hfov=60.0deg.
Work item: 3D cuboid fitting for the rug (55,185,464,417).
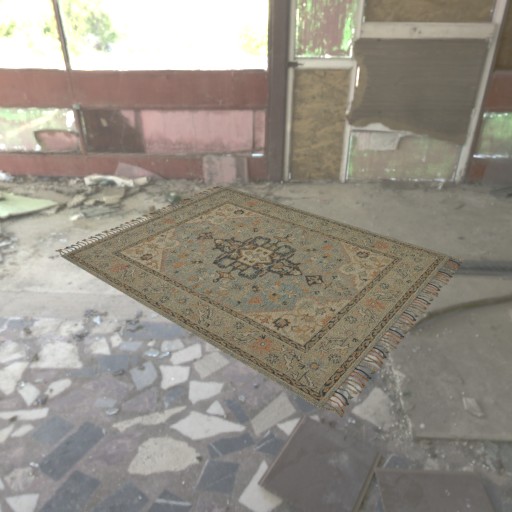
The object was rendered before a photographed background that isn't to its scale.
[{"bbox_3d":[0.000,0.000,3.541,2.651,0.010,1.971,22,36,33],"label":"rug"}]
